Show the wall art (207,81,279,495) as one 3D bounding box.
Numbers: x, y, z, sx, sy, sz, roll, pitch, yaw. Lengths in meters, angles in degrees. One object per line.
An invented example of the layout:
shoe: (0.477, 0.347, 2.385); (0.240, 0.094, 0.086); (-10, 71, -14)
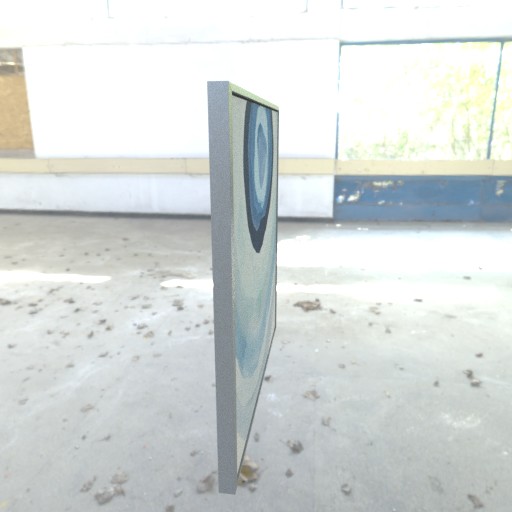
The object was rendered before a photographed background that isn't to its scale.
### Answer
wall art: (0.000, 0.000, 1.201); (0.038, 0.807, 0.809); (2, 16, 8)
